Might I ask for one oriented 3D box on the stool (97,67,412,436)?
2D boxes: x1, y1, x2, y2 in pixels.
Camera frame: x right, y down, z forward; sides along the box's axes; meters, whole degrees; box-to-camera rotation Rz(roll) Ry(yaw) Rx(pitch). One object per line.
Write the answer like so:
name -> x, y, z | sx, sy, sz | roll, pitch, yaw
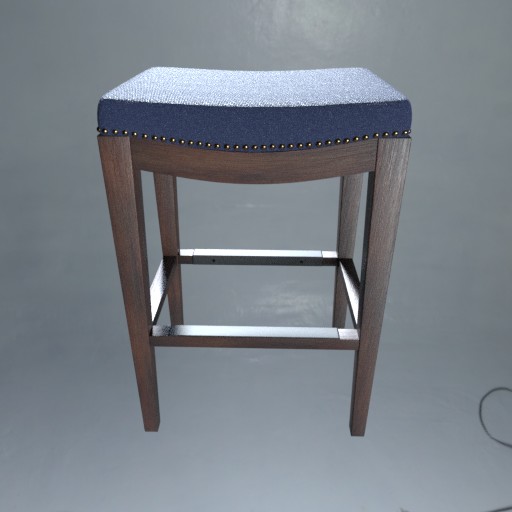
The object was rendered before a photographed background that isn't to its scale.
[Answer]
stool -> 0.000, 0.000, 0.977 | 0.498, 0.740, 0.358 | 1, 30, 1
